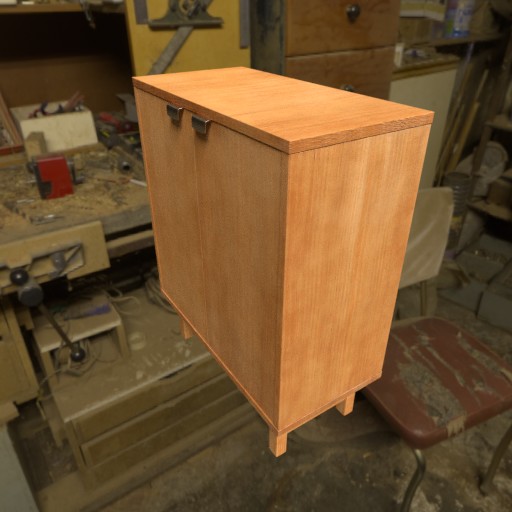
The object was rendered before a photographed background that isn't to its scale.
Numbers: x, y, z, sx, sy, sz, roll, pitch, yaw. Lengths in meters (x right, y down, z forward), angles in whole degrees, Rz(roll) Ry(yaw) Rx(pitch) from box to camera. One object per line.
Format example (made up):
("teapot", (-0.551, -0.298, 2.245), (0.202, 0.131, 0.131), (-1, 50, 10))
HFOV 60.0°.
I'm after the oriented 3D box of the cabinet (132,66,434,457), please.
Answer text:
("cabinet", (0.000, 0.000, 1.416), (0.419, 1.001, 0.800), (-19, 36, -28))
